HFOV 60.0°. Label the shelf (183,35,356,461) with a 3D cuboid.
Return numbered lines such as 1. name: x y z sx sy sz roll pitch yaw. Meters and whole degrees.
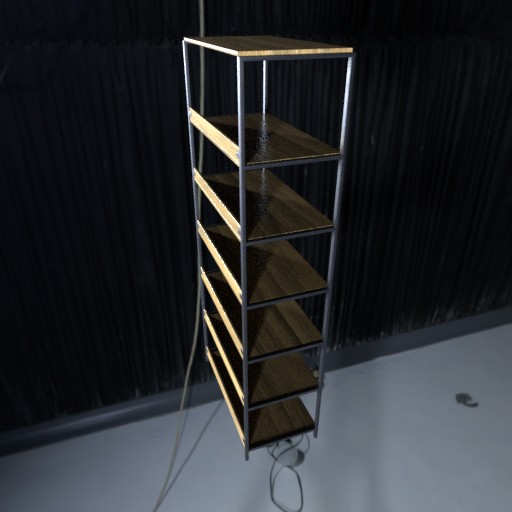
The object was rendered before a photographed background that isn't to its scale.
1. shelf: 0.000 0.000 2.312 0.431 2.015 0.847 -10 31 -18
